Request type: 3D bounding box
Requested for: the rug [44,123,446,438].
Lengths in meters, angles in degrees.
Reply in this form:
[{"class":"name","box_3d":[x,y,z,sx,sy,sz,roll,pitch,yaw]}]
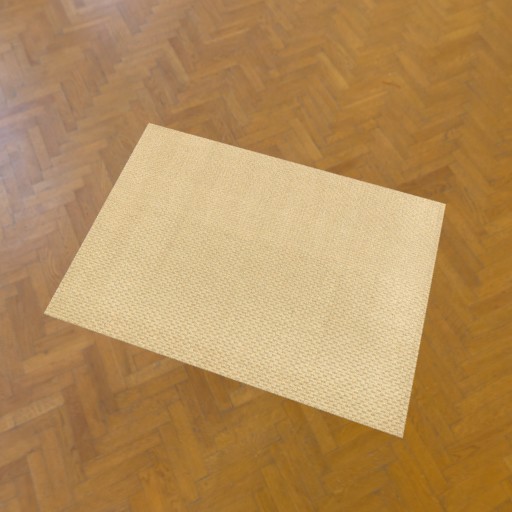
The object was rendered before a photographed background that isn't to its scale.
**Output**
[{"class":"rug","box_3d":[0.000,0.000,2.779,2.144,0.013,1.509,17,67,8]}]
